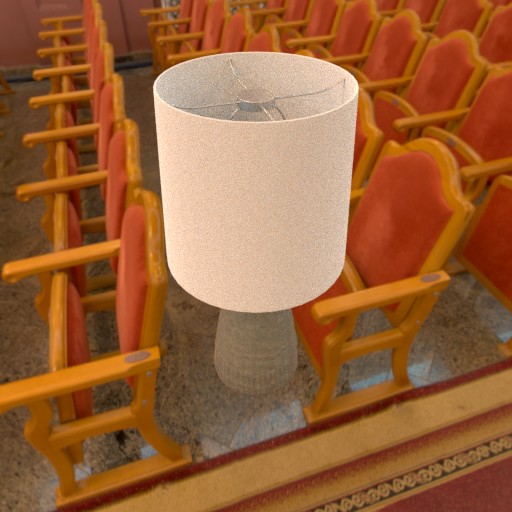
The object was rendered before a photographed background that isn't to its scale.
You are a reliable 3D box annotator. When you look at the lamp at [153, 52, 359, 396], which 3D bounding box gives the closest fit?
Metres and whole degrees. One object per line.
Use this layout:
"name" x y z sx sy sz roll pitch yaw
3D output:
"lamp" 0.000 0.000 0.477 0.186 0.369 0.186 0 40 0
